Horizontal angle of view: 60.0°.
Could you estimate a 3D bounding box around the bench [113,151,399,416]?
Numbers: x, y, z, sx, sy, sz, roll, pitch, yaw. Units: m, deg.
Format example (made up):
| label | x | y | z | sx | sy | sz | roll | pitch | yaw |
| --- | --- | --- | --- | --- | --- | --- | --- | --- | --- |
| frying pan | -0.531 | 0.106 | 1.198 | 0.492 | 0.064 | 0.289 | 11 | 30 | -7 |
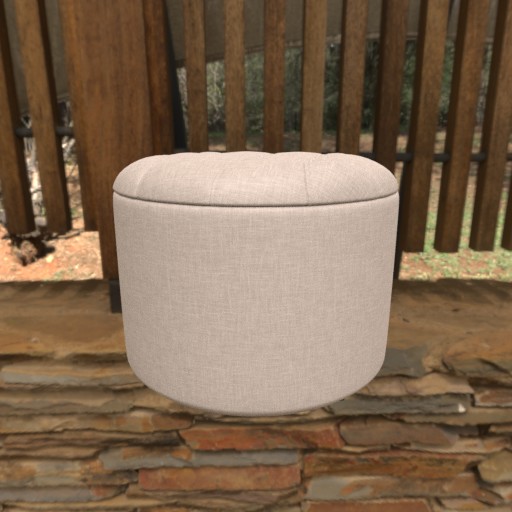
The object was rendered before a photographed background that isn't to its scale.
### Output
| label | x | y | z | sx | sy | sz | roll | pitch | yaw |
| --- | --- | --- | --- | --- | --- | --- | --- | --- | --- |
| bench | 0.000 | 0.000 | 1.008 | 0.600 | 0.453 | 0.600 | 0 | 15 | 0 |
